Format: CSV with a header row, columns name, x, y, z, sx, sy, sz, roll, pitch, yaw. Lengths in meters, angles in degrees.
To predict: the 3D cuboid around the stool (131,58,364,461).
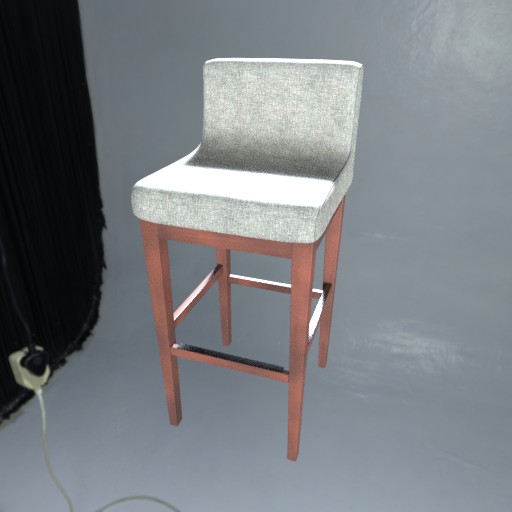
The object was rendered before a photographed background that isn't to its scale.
name,x,y,z,sx,sy,sz,roll,pitch,yaw
stool,0.000,0.000,1.210,0.426,0.965,0.499,9,28,17
